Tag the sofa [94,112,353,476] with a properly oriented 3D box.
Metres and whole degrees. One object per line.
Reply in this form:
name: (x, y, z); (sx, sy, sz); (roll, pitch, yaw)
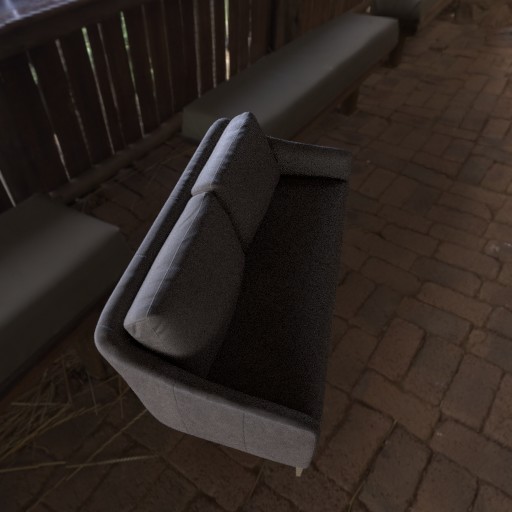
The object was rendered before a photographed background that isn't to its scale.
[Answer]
sofa: (0.000, 0.000, 2.525); (0.960, 0.902, 2.036); (9, 46, 9)
